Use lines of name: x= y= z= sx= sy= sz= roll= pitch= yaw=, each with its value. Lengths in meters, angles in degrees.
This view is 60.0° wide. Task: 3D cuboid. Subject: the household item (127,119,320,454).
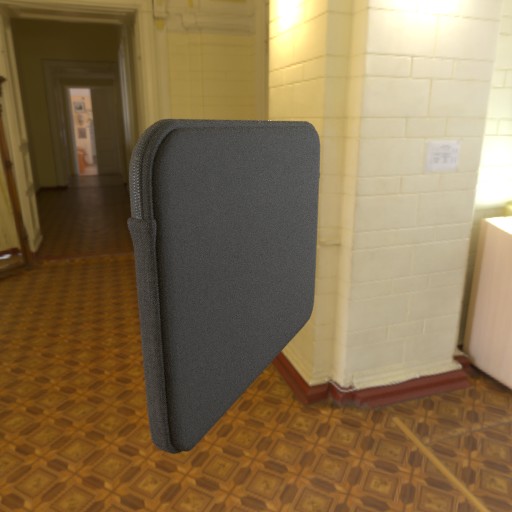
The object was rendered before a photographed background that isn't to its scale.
household item: x=0.000 y=0.000 z=0.521 sx=0.030 sy=0.305 sz=0.396 roll=8 pitch=18 yaw=25
